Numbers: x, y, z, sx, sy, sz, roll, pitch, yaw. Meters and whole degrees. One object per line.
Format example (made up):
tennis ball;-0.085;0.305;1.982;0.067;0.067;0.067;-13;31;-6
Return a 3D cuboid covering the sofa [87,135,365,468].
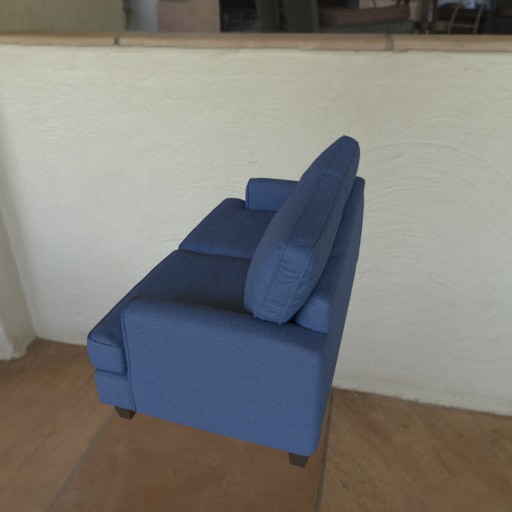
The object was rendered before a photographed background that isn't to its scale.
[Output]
sofa;0.000;0.000;2.273;0.965;0.965;1.651;8;29;15
